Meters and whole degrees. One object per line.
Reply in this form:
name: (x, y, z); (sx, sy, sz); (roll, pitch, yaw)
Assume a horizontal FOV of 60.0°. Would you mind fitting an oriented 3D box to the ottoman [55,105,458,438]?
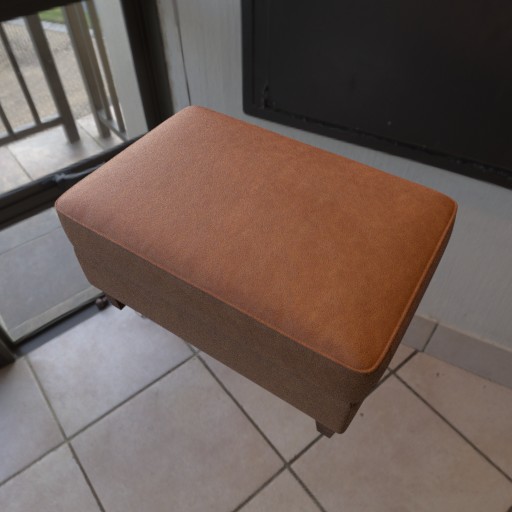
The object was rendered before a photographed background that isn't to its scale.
ottoman: (0.000, 0.000, 1.217); (0.864, 0.483, 0.584); (26, 54, 21)
